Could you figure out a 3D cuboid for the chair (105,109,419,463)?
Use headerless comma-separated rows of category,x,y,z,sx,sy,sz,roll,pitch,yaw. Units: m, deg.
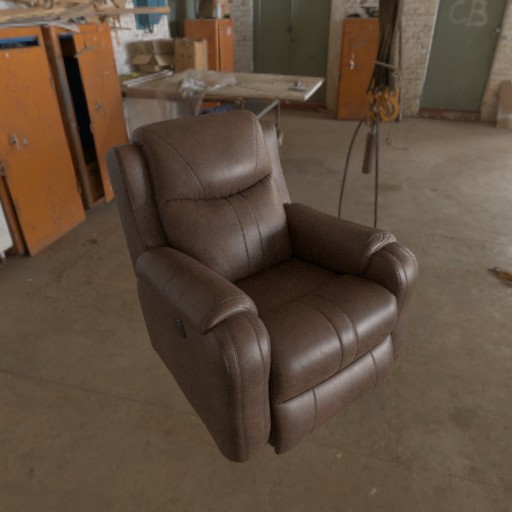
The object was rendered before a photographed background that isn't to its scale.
chair,0.000,0.000,1.808,0.940,0.990,1.067,-21,36,-32
